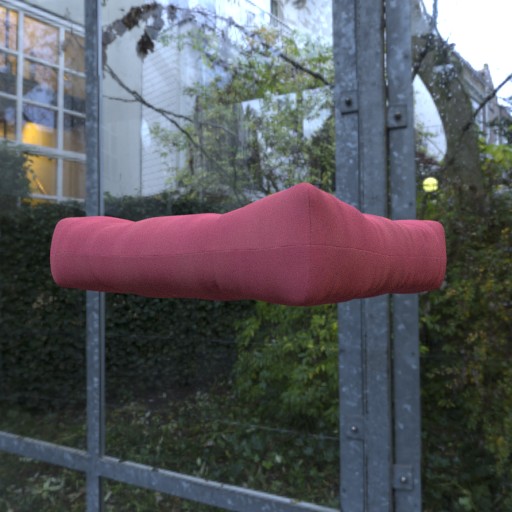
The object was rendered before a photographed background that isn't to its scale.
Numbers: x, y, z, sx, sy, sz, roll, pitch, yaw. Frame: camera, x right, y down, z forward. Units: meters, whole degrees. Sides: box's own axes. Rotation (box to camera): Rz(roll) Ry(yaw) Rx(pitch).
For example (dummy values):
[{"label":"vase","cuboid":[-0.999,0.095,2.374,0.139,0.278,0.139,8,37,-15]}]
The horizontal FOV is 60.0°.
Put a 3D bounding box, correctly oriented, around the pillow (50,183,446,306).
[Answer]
[{"label":"pillow","cuboid":[0.000,0.000,0.726,0.490,0.128,0.468,-1,-2,37]}]
